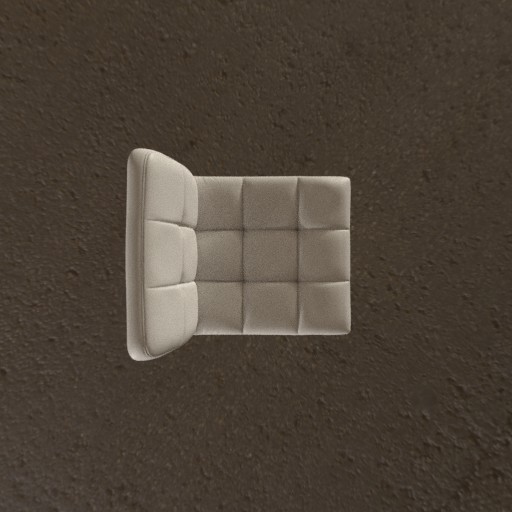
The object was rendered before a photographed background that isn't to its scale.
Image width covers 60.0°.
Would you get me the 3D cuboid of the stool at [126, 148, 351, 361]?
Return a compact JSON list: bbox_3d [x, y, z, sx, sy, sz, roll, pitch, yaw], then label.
[{"bbox_3d":[0.000,0.000,1.394,0.505,1.115,0.430,0,90,0],"label":"stool"}]
